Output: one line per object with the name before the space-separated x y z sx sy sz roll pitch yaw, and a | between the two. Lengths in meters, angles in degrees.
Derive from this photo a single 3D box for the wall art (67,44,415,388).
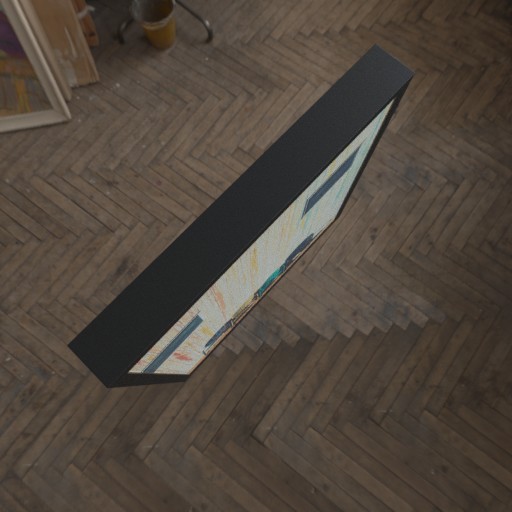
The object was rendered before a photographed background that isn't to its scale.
wall art | 0.000 0.000 0.446 0.038 0.304 0.304 42 79 10
